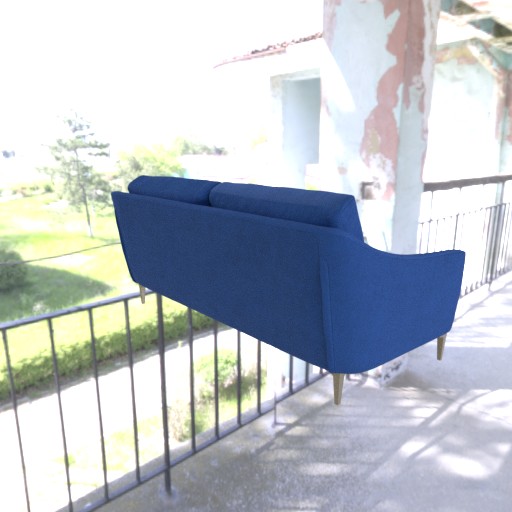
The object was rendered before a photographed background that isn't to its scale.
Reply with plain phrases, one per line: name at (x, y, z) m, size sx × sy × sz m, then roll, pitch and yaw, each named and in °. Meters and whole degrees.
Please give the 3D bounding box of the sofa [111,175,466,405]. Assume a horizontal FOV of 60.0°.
sofa at (0.000, 0.000, 2.606) m, size 0.960 × 0.903 × 2.036 m, roll -13°, pitch 19°, yaw -41°
